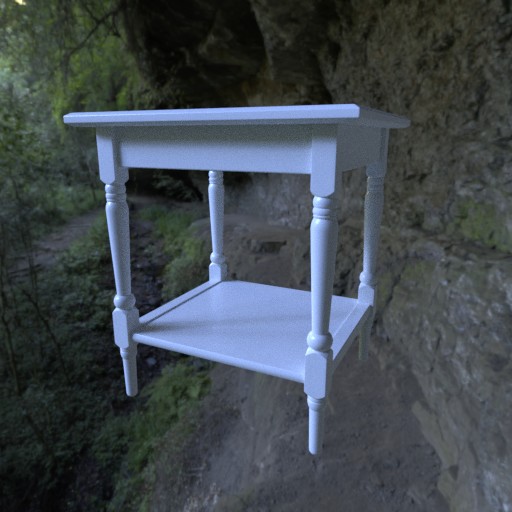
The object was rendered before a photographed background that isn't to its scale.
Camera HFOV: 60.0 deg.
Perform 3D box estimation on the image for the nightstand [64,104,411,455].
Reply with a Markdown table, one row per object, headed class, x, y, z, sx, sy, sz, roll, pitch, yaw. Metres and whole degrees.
| class | x | y | z | sx | sy | sz | roll | pitch | yaw |
| --- | --- | --- | --- | --- | --- | --- | --- | --- | --- |
| nightstand | 0.000 | 0.000 | 0.916 | 0.505 | 0.555 | 0.459 | 7 | 17 | 25 |
